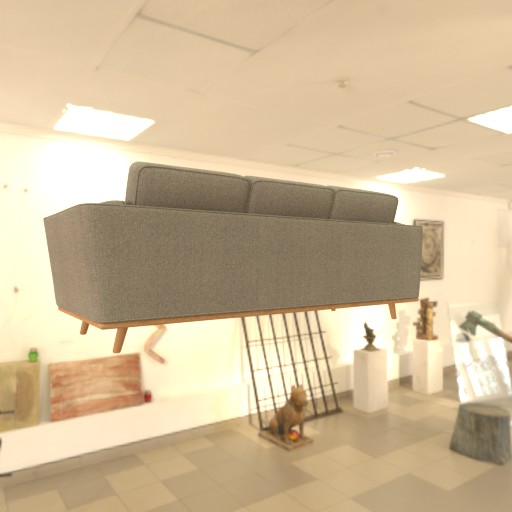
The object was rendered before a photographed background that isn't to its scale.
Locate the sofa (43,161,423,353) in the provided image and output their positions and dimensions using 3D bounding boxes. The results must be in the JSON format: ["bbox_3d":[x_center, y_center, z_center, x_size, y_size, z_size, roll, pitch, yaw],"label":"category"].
[{"bbox_3d":[0.000,0.000,2.848,2.362,0.899,0.903,0,0,-35],"label":"sofa"}]
